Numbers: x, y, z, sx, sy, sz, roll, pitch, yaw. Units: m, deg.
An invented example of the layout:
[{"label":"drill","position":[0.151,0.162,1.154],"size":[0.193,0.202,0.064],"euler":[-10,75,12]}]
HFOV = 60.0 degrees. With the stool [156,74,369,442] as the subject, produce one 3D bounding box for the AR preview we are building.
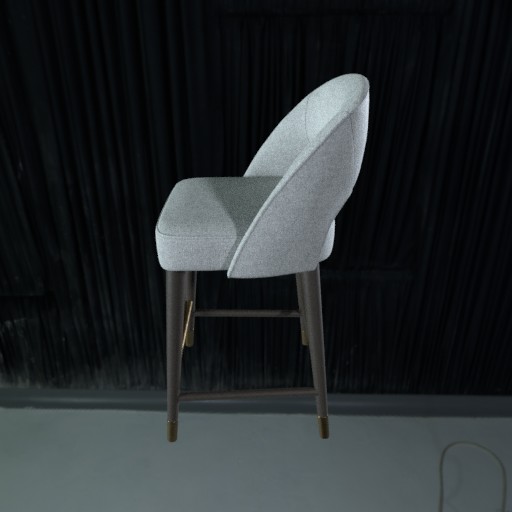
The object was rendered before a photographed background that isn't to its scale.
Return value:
[{"label":"stool","position":[0.000,0.000,1.239],"size":[0.509,0.940,0.494],"euler":[-1,26,-1]}]
